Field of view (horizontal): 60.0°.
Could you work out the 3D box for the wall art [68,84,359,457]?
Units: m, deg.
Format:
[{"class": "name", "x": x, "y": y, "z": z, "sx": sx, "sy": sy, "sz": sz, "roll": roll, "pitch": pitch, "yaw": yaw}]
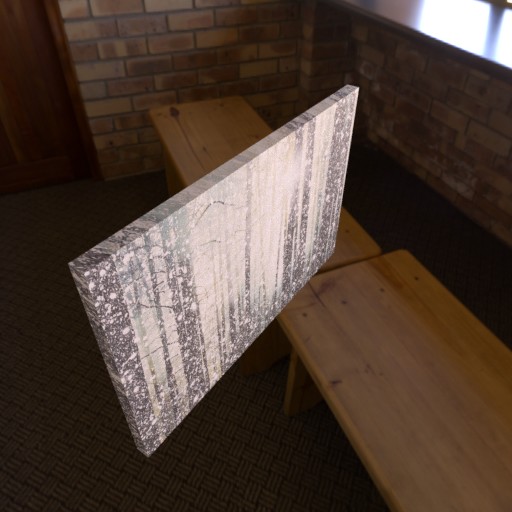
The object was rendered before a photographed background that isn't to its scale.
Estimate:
[{"class": "wall art", "x": 0.000, "y": 0.000, "z": 1.142, "sx": 0.038, "sy": 0.598, "sz": 0.919, "roll": 25, "pitch": 47, "yaw": 26}]
